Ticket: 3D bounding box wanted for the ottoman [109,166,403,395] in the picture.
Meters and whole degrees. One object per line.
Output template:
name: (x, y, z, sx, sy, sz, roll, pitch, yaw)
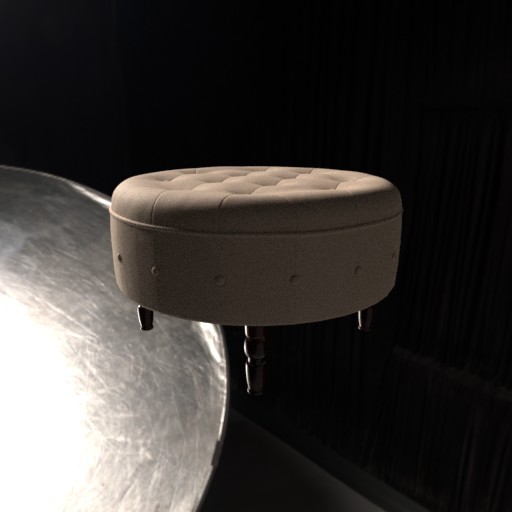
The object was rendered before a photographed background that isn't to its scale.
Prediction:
ottoman: (0.000, 0.000, 1.387, 0.848, 0.494, 0.848, 0, 16, 0)
